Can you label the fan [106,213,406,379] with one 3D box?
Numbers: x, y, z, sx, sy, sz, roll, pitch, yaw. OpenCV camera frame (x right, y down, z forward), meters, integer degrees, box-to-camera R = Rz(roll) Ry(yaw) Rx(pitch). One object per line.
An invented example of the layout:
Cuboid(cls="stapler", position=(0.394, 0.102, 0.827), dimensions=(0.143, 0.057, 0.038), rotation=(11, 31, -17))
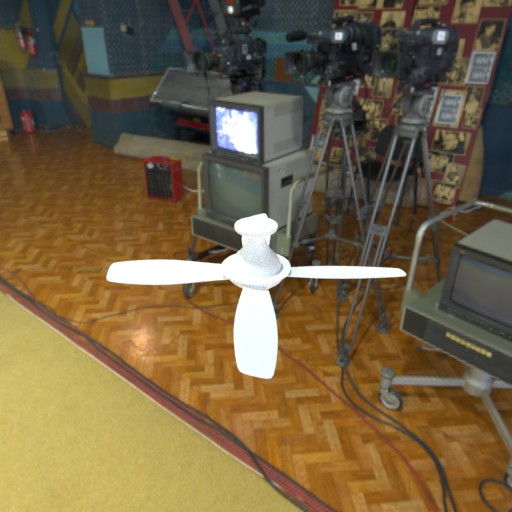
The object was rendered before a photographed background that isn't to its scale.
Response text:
Cuboid(cls="fan", position=(0.000, 0.000, 2.488), dimensions=(1.693, 0.382, 1.694), rotation=(0, 28, 0))
